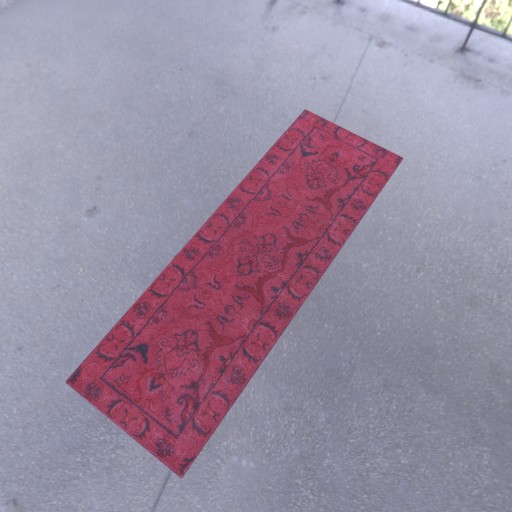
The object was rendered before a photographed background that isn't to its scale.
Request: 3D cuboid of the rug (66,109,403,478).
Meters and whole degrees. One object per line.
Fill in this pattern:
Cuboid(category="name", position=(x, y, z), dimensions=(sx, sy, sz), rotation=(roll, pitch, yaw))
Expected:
Cuboid(category="rug", position=(0.000, 0.000, 2.743), dimensions=(0.813, 0.018, 2.439), rotation=(32, 67, 15))
